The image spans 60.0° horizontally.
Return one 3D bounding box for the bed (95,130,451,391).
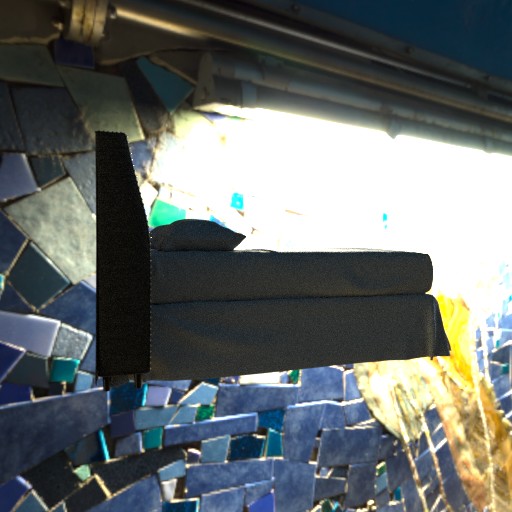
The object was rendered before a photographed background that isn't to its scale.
[{"bbox_3d":[0.000,0.000,3.427,2.276,1.332,1.925,0,1,-17],"label":"bed"}]
